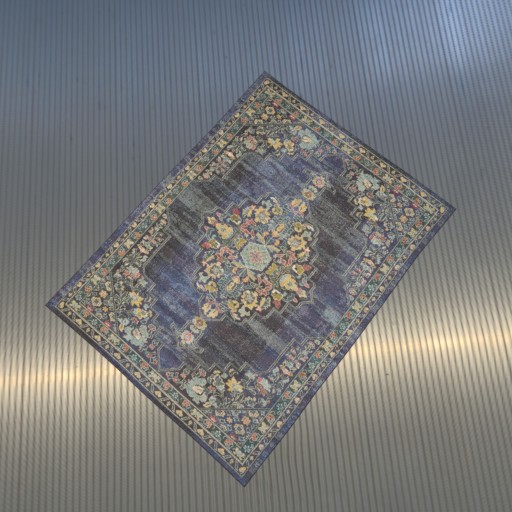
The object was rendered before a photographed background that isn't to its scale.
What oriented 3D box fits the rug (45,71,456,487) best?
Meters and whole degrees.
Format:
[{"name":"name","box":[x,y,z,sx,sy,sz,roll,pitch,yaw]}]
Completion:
[{"name":"rug","box":[0.000,0.000,4.713,2.716,0.035,3.612,39,80,9]}]
